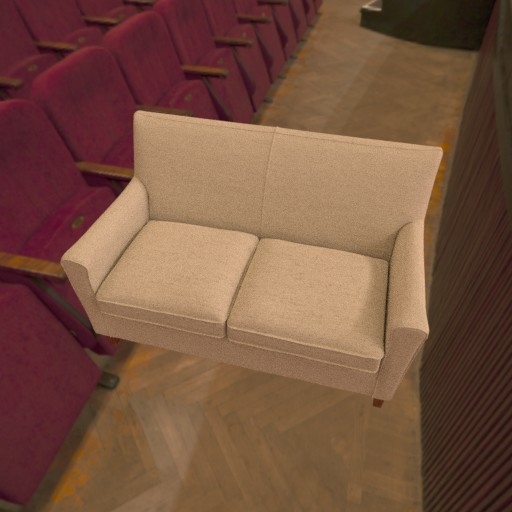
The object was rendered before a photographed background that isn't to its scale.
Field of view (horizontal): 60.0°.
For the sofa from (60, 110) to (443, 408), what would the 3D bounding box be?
[{"bbox_3d":[0.000,0.000,2.083,1.482,0.892,0.891,10,44,11],"label":"sofa"}]
